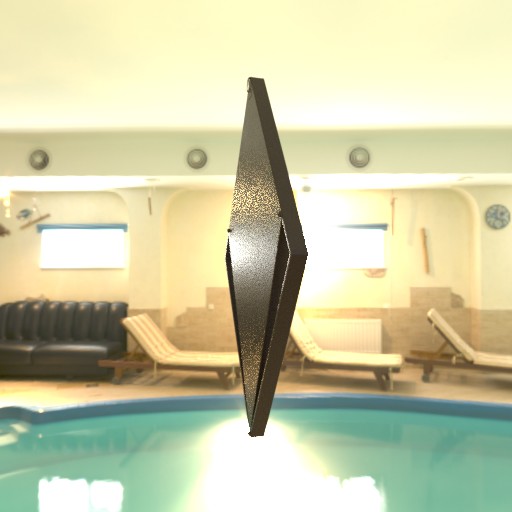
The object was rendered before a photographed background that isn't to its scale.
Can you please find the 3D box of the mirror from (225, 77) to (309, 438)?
[{"bbox_3d":[0.000,0.000,0.836,0.032,0.679,0.419,0,-1,-17],"label":"mirror"}]
